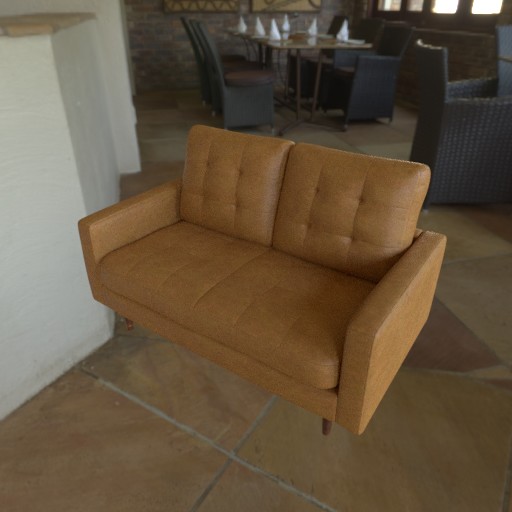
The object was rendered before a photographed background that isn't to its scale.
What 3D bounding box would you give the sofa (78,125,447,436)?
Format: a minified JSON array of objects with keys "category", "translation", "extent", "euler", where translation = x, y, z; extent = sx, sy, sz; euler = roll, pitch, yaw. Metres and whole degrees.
[{"category":"sofa","translation":[0.000,0.000,1.979],"extent":[1.430,0.898,0.868],"euler":[19,35,30]}]
